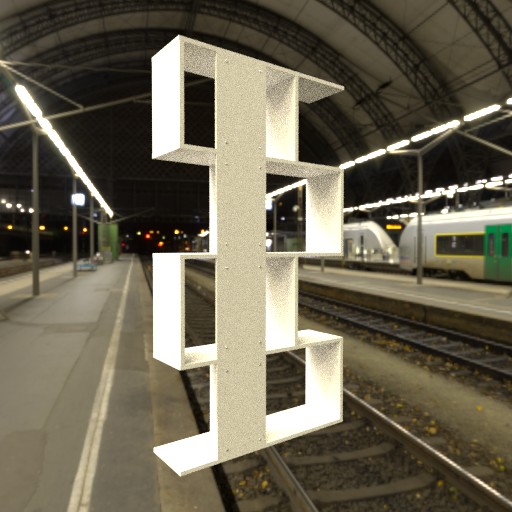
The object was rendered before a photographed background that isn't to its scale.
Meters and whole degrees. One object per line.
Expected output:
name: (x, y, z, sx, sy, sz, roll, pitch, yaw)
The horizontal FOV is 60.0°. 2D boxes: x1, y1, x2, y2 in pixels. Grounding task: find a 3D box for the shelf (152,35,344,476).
shelf: (0.000, 0.000, 2.020, 0.890, 1.650, 0.250, -1, 1, -36)
